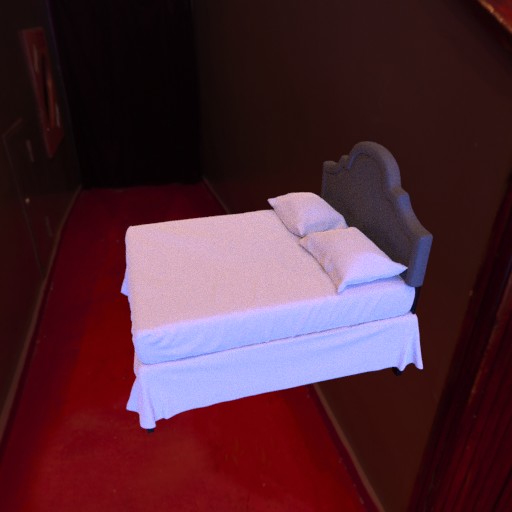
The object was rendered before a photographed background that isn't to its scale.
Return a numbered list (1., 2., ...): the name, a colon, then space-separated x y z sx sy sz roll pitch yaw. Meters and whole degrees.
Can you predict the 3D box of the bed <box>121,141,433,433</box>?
1. bed: 0.000 0.000 3.510 2.222 1.634 1.780 -8 31 -14
